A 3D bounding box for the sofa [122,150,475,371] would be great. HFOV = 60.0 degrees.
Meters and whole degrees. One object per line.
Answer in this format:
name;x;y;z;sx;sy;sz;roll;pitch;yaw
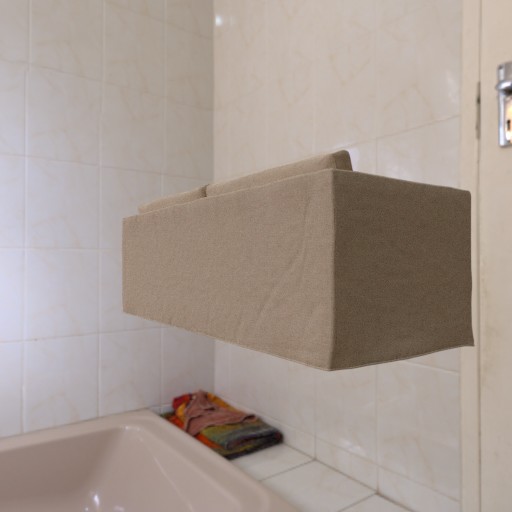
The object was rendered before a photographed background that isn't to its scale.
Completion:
sofa;0.000;0.000;2.756;0.962;0.853;2.312;0;-1;-35
